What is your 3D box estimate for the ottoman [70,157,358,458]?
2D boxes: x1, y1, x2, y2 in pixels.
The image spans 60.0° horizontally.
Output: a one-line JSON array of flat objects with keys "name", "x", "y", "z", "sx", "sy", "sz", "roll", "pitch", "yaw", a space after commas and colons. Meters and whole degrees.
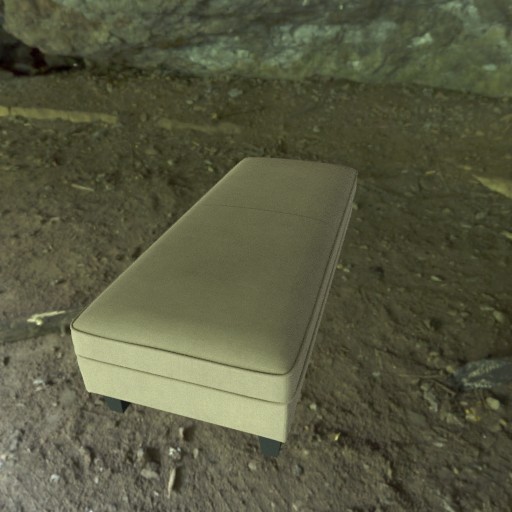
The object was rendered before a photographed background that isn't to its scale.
[{"name": "ottoman", "x": 0.000, "y": 0.000, "z": 2.020, "sx": 0.735, "sy": 0.460, "sz": 1.726, "roll": 9, "pitch": 31, "yaw": 15}]
